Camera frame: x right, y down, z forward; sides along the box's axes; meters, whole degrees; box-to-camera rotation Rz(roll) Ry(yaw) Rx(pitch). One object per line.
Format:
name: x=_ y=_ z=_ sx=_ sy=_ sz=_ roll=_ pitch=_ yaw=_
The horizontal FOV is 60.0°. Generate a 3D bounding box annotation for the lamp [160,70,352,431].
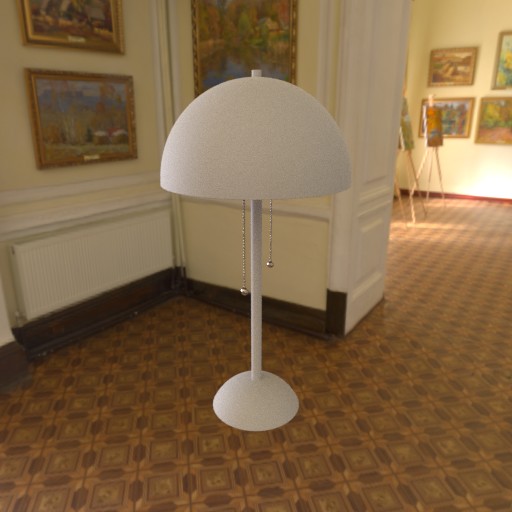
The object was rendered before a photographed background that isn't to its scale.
lamp: x=0.000 y=0.000 z=0.426 sx=0.171 sy=0.330 sz=0.171 roll=0 pitch=18 yaw=0
